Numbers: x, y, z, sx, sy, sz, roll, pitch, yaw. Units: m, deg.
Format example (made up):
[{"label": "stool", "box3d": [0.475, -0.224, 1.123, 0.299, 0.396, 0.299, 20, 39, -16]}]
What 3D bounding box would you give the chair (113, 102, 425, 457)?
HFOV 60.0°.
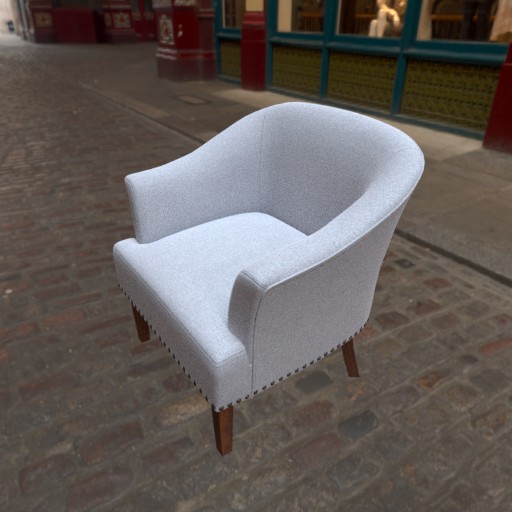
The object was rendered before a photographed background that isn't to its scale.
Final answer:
[{"label": "chair", "box3d": [0.000, 0.000, 1.400, 0.704, 0.815, 0.798, -19, 35, -30]}]
